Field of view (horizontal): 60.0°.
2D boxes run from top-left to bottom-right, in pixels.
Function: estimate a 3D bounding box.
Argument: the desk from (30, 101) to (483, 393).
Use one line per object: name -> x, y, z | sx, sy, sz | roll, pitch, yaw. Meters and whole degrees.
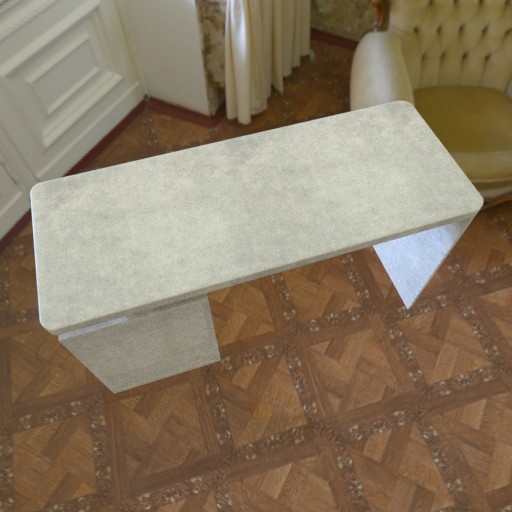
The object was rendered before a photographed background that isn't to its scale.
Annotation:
desk -> 0.000, 0.000, 1.764 | 1.400, 0.755, 0.550 | -15, 60, -9
